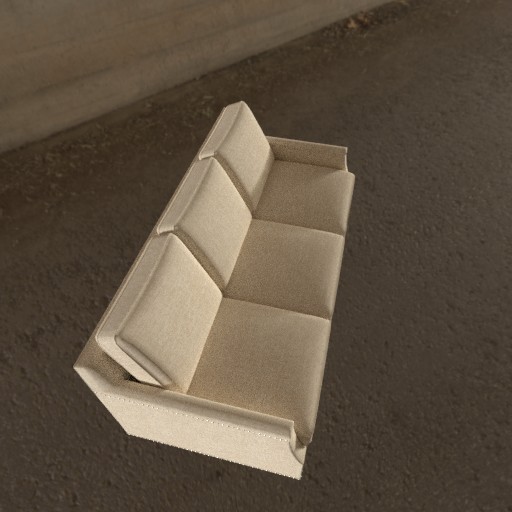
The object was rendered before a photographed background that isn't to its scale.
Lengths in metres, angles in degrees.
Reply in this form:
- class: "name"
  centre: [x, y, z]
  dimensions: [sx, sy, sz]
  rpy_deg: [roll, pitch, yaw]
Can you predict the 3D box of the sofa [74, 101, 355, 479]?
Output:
- class: "sofa"
  centre: [0.000, 0.000, 2.753]
  dimensions: [1.041, 0.940, 2.210]
  rpy_deg: [11, 49, 9]
